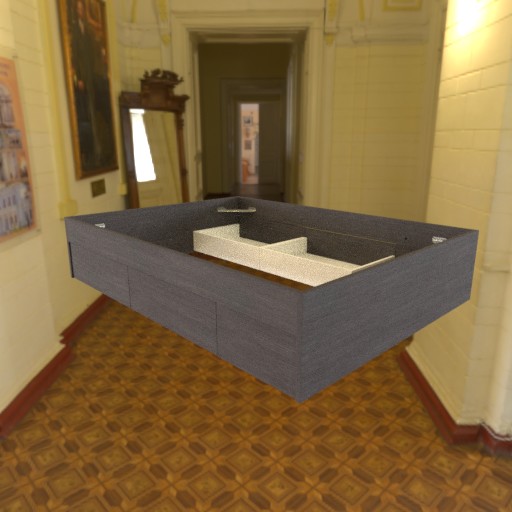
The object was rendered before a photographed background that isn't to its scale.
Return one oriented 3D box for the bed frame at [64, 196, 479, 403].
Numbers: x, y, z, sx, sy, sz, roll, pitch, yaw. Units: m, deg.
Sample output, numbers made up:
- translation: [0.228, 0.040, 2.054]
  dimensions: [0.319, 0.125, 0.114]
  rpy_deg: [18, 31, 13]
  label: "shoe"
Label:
- translation: [0.000, 0.000, 2.619]
  dimensions: [1.448, 0.459, 1.944]
  rpy_deg: [-14, 20, -42]
  label: "bed frame"
